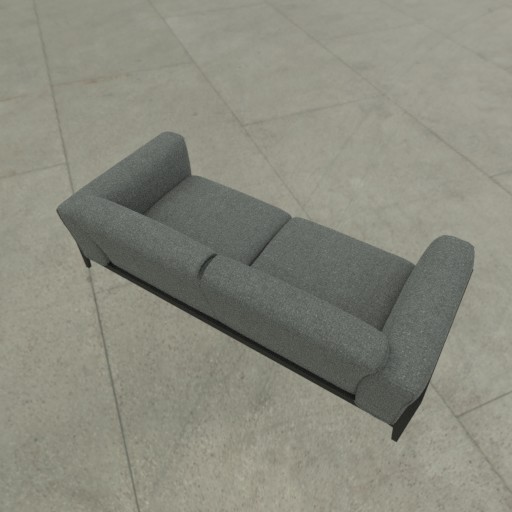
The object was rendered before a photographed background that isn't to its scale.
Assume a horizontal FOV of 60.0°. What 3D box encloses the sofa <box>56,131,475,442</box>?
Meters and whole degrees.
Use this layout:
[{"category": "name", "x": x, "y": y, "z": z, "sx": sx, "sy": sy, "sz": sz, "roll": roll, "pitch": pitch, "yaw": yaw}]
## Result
[{"category": "sofa", "x": 0.000, "y": 0.000, "z": 2.512, "sx": 2.125, "sy": 0.703, "sz": 0.985, "roll": 25, "pitch": 52, "yaw": 21}]
